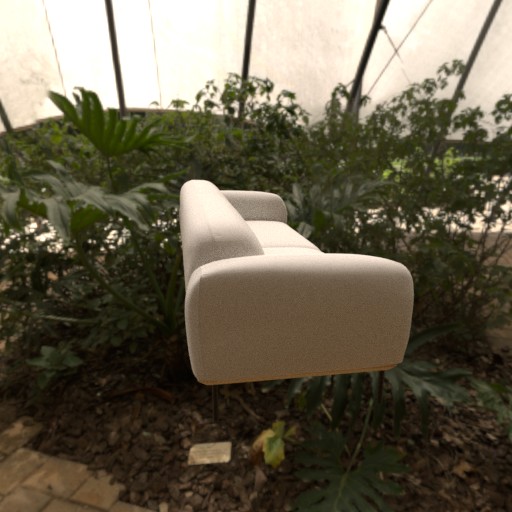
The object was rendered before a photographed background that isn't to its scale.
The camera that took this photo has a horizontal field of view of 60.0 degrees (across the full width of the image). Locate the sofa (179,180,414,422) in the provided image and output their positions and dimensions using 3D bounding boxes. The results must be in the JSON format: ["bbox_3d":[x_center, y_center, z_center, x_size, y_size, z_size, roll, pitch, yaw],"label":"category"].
[{"bbox_3d":[0.000,0.000,2.660,0.880,0.780,2.257,-3,15,-10],"label":"sofa"}]
